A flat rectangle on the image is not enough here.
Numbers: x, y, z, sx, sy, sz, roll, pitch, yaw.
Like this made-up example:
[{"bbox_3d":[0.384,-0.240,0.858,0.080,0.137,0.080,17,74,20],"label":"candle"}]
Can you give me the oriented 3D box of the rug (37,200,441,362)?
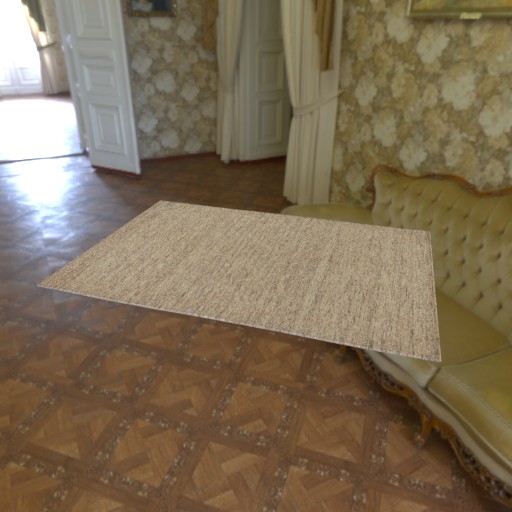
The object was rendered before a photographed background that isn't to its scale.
[{"bbox_3d":[0.000,0.000,3.012,2.283,0.013,1.547,8,28,15],"label":"rug"}]
